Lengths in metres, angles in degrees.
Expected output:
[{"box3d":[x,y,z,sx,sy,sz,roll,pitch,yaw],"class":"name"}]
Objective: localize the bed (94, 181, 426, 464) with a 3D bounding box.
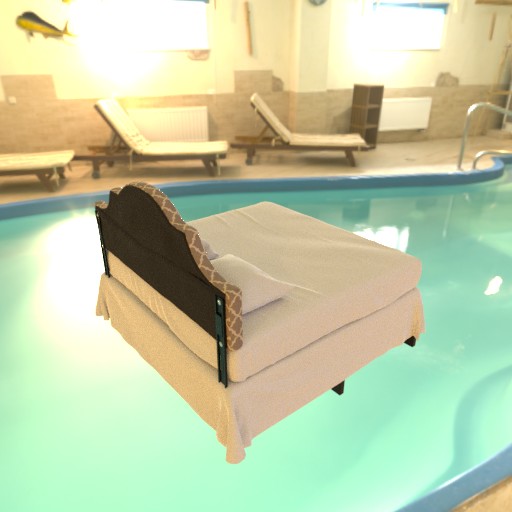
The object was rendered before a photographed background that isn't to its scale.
[{"box3d":[0.000,0.000,3.795,2.222,1.601,2.314,-19,31,-34],"class":"bed"}]
